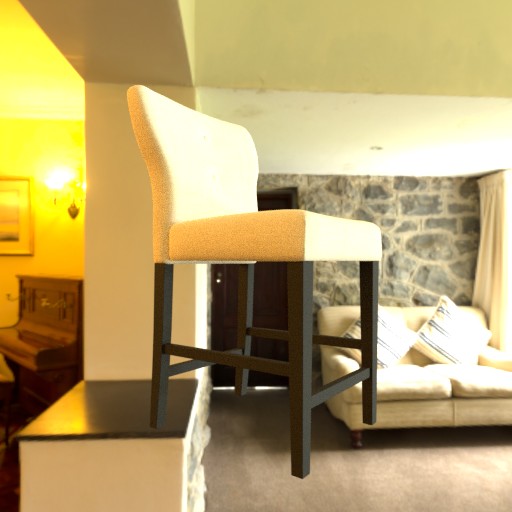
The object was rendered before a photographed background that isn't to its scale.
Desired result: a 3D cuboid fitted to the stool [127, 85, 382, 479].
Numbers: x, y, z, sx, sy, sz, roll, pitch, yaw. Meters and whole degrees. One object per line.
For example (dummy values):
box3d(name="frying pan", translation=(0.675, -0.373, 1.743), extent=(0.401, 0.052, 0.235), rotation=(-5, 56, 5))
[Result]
box3d(name="stool", translation=(0.000, 0.000, 1.289), extent=(0.603, 0.972, 0.514), rotation=(0, -1, 37))
